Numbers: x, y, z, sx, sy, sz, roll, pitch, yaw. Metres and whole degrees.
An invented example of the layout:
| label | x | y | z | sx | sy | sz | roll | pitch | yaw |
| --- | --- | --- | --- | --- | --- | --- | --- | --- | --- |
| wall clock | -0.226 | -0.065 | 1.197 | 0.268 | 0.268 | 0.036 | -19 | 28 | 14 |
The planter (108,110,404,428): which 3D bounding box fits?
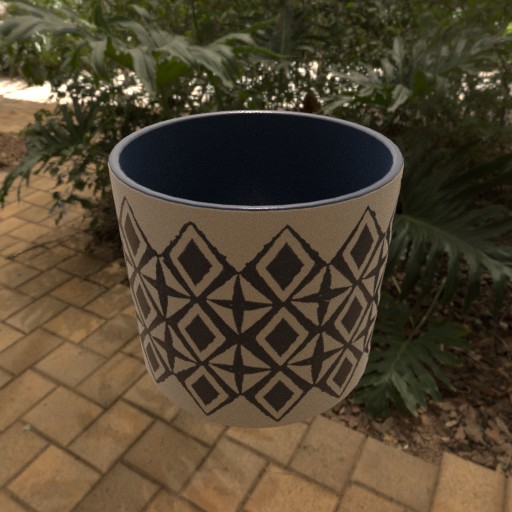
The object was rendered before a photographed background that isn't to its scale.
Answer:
| label | x | y | z | sx | sy | sz | roll | pitch | yaw |
| --- | --- | --- | --- | --- | --- | --- | --- | --- | --- |
| planter | 0.000 | 0.000 | 0.400 | 0.224 | 0.203 | 0.224 | 0 | 32 | 0 |
